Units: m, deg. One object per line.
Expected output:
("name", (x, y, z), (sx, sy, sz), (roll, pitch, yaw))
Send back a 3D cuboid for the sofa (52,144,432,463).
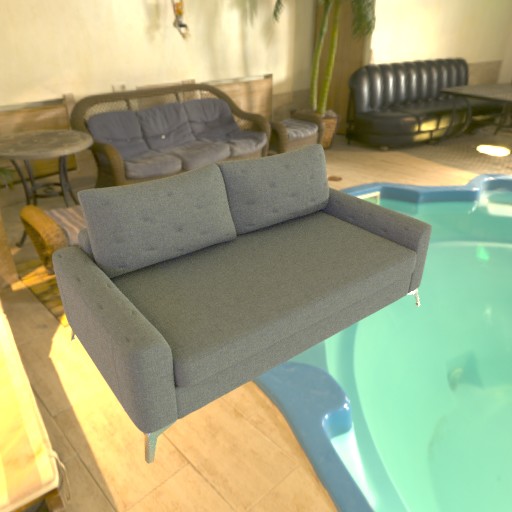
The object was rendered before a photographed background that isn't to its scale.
("sofa", (0.000, 0.000, 2.137), (1.650, 0.790, 0.920), (-20, 34, -33))
